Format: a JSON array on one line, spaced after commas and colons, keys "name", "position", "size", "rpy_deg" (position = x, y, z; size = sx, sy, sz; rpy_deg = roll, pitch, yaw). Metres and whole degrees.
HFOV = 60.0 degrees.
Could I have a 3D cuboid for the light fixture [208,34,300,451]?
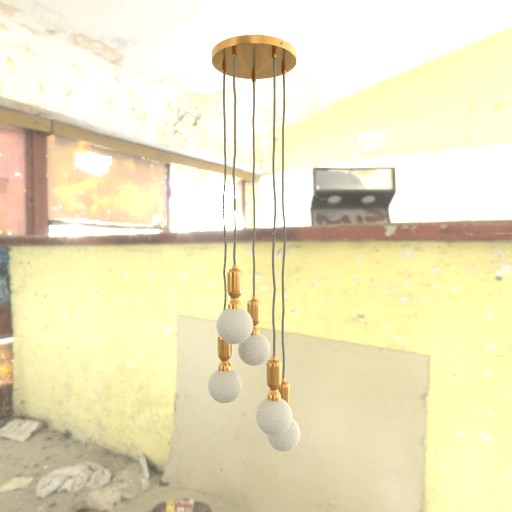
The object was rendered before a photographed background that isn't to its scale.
[{"name": "light fixture", "position": [0.000, 0.000, 0.504], "size": [0.108, 0.457, 0.105], "rpy_deg": [-1, 1, -37]}]
